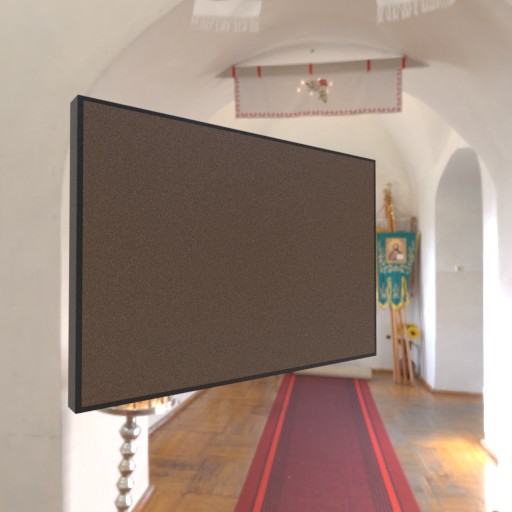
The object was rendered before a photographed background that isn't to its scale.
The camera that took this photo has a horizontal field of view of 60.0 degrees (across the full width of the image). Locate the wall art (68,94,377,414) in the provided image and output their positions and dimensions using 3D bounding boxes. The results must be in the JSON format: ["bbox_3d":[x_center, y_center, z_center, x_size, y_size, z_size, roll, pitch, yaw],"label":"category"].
[{"bbox_3d":[0.000,0.000,1.190,0.939,0.640,0.058,1,-1,-37],"label":"wall art"}]
